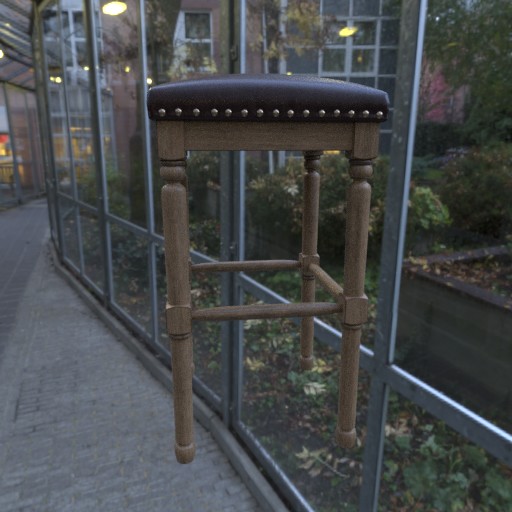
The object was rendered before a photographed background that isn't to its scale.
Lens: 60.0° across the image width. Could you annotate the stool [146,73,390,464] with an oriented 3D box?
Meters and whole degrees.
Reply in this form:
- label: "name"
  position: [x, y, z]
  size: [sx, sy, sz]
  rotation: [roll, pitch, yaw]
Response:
- label: "stool"
  position: [0.000, 0.000, 0.929]
  size: [0.383, 0.702, 0.382]
  rotation: [-2, 14, -8]
